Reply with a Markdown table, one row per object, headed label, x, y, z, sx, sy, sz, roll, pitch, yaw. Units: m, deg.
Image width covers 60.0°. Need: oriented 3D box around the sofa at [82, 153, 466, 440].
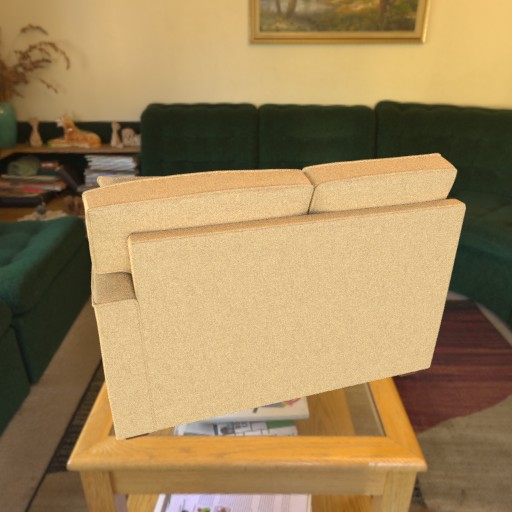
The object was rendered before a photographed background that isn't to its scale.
| label | x | y | z | sx | sy | sz | roll | pitch | yaw |
| --- | --- | --- | --- | --- | --- | --- | --- | --- | --- |
| sofa | 0.000 | 0.000 | 2.029 | 1.388 | 0.989 | 0.991 | -8 | 26 | -16 |
